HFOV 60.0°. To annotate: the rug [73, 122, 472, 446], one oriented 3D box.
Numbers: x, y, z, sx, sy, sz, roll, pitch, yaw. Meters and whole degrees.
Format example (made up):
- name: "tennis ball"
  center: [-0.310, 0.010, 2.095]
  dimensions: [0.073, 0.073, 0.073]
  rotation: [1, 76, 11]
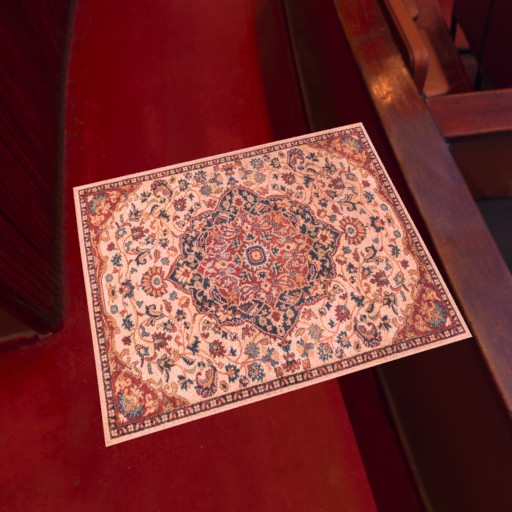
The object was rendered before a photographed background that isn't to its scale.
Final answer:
- name: "rug"
  center: [0.000, 0.000, 4.051]
  dimensions: [3.067, 0.005, 2.454]
  rotation: [-15, 65, -7]
